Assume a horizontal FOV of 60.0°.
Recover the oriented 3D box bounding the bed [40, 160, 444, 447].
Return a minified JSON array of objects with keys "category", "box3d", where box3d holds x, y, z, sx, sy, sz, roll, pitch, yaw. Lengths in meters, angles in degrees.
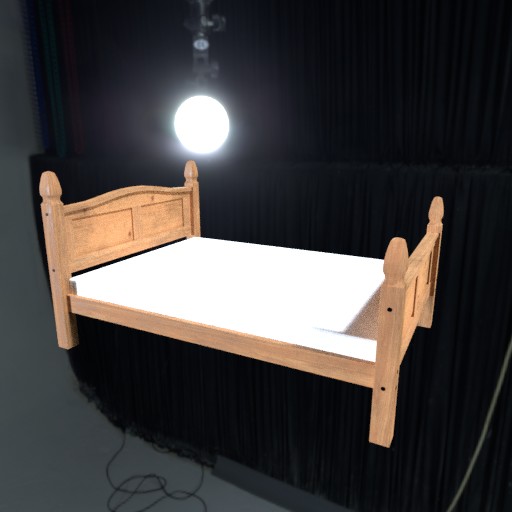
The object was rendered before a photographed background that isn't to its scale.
[{"category":"bed","box3d":[0.000,0.000,2.860,2.069,1.100,1.490,8,17,27]}]
